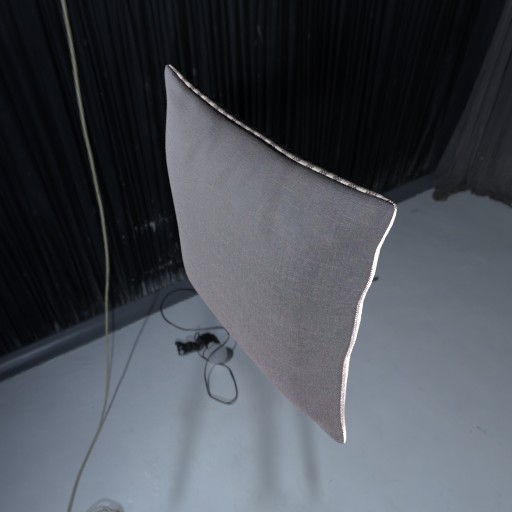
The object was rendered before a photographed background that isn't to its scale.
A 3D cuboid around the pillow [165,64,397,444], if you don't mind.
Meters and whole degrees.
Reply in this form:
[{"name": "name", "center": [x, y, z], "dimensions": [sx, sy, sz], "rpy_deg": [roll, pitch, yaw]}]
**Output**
[{"name": "pillow", "center": [0.000, 0.000, 0.768], "dimensions": [0.166, 0.506, 0.523], "rpy_deg": [-25, 47, -25]}]
